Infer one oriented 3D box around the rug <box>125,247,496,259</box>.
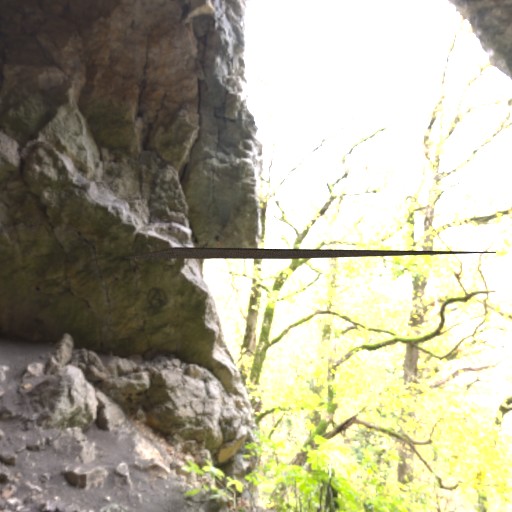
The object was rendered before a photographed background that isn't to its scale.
[{"bbox_3d":[0.000,0.000,2.961,1.515,0.007,2.427,0,-1,-20],"label":"rug"}]
